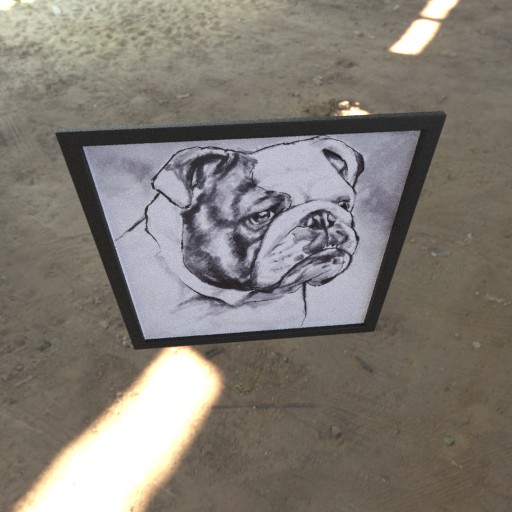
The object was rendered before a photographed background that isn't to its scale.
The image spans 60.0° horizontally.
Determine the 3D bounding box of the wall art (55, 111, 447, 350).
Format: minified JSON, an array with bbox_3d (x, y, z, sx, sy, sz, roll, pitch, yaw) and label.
[{"bbox_3d":[0.000,0.000,0.988,0.663,0.659,0.016,-4,46,-4],"label":"wall art"}]
